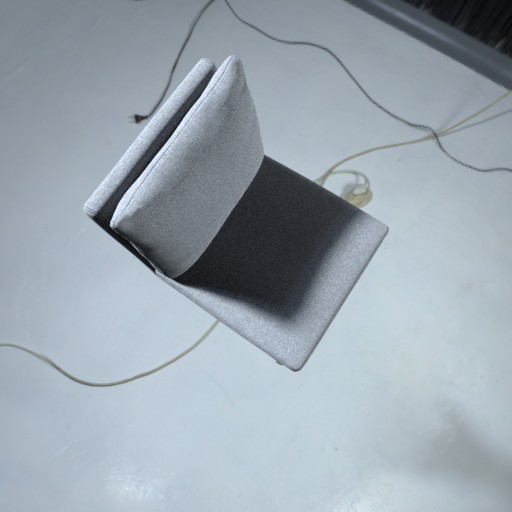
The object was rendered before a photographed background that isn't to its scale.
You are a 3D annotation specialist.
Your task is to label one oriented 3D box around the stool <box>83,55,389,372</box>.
[{"bbox_3d":[0.000,0.000,1.374,0.569,1.130,0.463,33,79,7],"label":"stool"}]
